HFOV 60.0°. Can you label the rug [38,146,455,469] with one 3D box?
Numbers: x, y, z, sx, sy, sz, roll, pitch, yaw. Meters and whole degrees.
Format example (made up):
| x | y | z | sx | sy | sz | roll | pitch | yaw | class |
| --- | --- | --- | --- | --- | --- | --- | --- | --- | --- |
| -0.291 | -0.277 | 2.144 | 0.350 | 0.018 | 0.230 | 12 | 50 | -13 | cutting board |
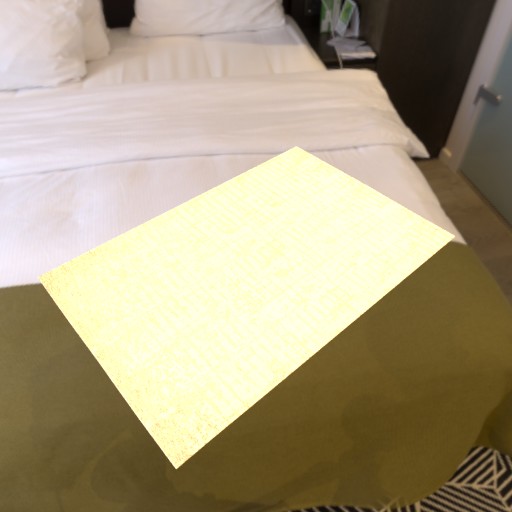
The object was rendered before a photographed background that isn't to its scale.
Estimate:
| x | y | z | sx | sy | sz | roll | pitch | yaw | class |
| --- | --- | --- | --- | --- | --- | --- | --- | --- | --- |
| 0.000 | 0.000 | 2.308 | 1.827 | 0.007 | 1.211 | -32 | 54 | -28 | rug |
